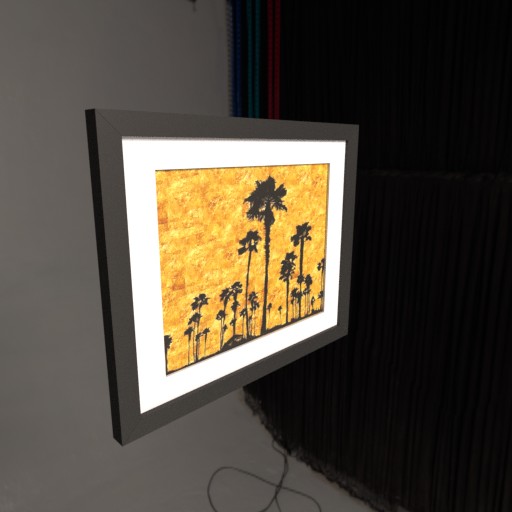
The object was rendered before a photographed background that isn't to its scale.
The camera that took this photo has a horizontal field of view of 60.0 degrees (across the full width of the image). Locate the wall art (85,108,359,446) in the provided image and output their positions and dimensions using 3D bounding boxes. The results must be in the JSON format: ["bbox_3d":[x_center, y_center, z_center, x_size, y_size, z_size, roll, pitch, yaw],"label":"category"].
[{"bbox_3d":[0.000,0.000,0.777,0.561,0.460,0.028,-13,19,-43],"label":"wall art"}]
